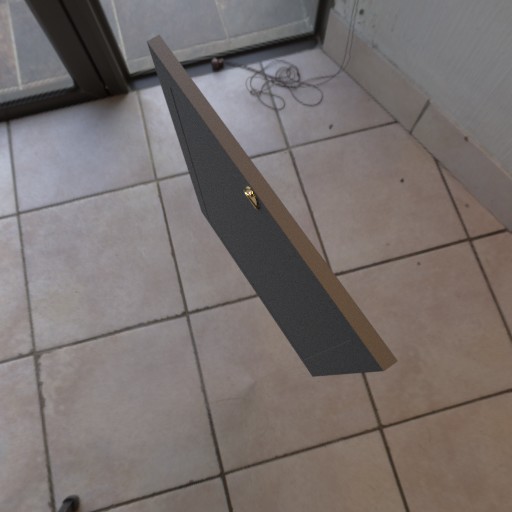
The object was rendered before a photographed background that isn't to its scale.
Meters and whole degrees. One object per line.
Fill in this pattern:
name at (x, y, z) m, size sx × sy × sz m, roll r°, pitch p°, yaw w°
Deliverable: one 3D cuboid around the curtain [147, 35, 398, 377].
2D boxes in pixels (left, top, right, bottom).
curtain at (0.000, 0.000, 0.786) m, size 0.027 × 0.585 × 0.483 m, roll -33°, pitch 77°, yaw -9°
